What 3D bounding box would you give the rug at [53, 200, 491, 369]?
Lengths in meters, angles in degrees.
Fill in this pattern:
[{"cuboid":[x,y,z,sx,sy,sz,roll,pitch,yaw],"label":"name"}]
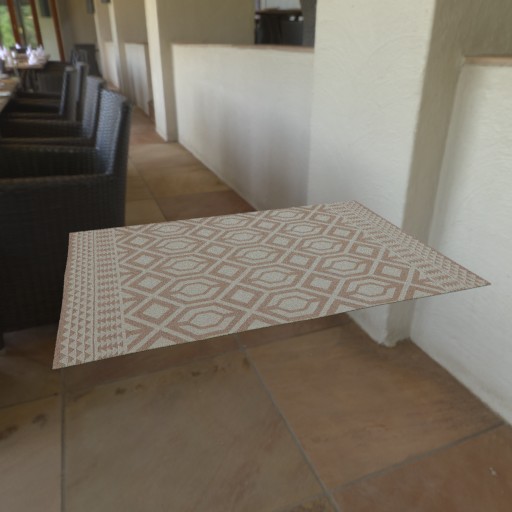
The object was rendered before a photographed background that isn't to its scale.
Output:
[{"cuboid":[0.000,0.000,2.256,1.829,0.008,1.219,-8,27,-16],"label":"rug"}]
